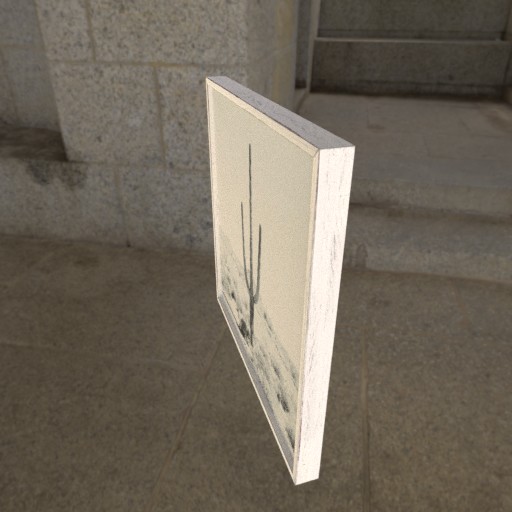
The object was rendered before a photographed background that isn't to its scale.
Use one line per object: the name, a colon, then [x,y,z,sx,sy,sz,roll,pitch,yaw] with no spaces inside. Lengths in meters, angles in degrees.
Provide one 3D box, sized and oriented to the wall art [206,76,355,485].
wall art: [0.000,0.000,0.753,0.038,0.508,0.508,-9,31,-15]
